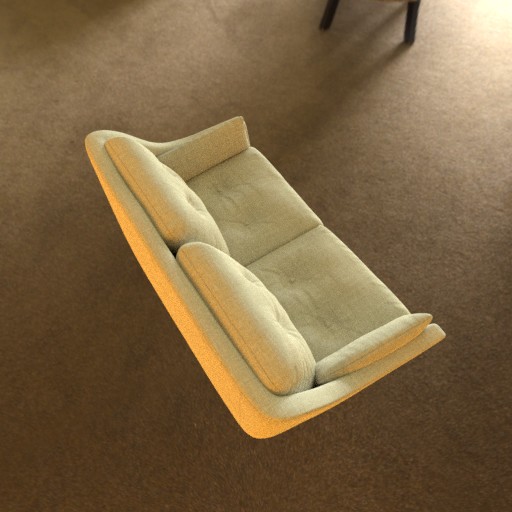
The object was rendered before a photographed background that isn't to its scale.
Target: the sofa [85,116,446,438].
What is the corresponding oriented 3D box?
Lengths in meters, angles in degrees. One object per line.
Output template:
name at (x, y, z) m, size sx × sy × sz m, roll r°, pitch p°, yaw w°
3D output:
sofa at (0.000, 0.000, 2.194) m, size 0.965 × 0.888 × 1.652 m, roll -29°, pitch 62°, yaw -17°
